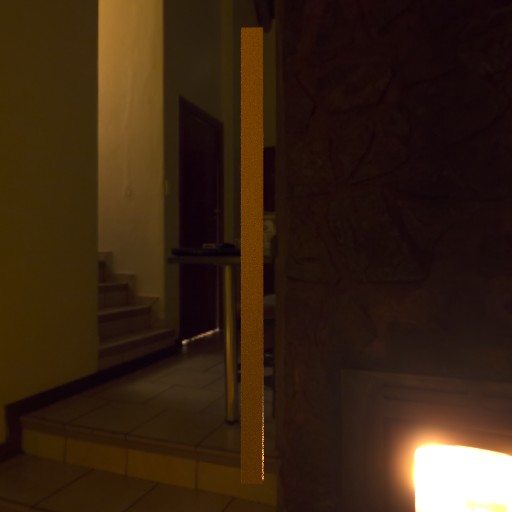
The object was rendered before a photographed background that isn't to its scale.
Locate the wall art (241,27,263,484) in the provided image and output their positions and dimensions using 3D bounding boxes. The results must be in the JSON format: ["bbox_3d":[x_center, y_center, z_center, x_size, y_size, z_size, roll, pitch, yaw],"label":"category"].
[{"bbox_3d":[0.000,0.000,1.127,0.036,0.765,0.767,0,0,1],"label":"wall art"}]
